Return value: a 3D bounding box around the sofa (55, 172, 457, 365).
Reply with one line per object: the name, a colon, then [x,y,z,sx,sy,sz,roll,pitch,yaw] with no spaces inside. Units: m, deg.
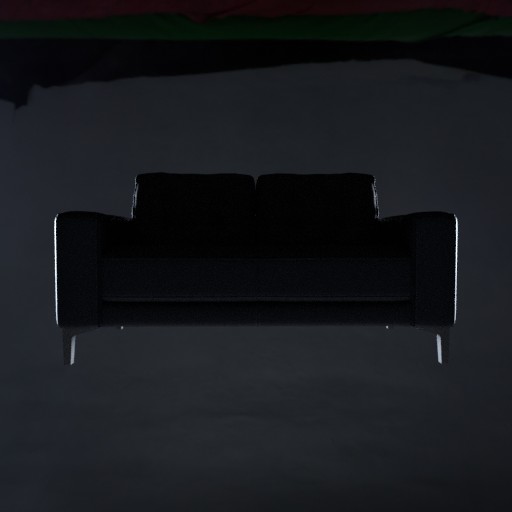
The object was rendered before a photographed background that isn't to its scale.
sofa: [0.000,0.000,2.260,1.726,0.893,0.833,0,2,-1]
